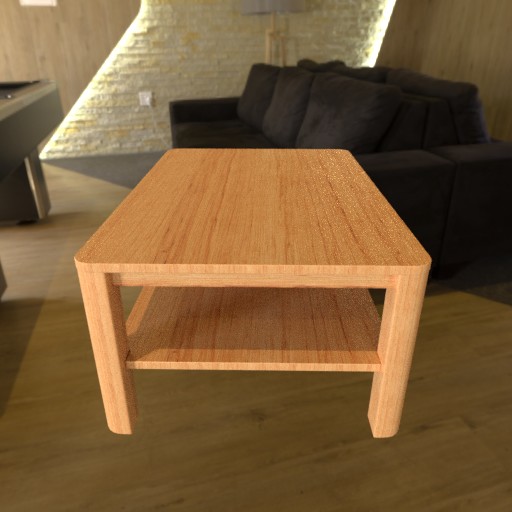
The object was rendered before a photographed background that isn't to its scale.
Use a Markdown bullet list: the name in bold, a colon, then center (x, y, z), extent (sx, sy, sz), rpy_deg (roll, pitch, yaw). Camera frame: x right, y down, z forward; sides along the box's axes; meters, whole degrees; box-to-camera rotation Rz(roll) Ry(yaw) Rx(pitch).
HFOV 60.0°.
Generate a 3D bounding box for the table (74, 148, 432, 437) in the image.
- **table**: center (0.000, 0.000, 1.375), extent (0.696, 0.445, 0.997), rpy_deg (0, 26, 1)
